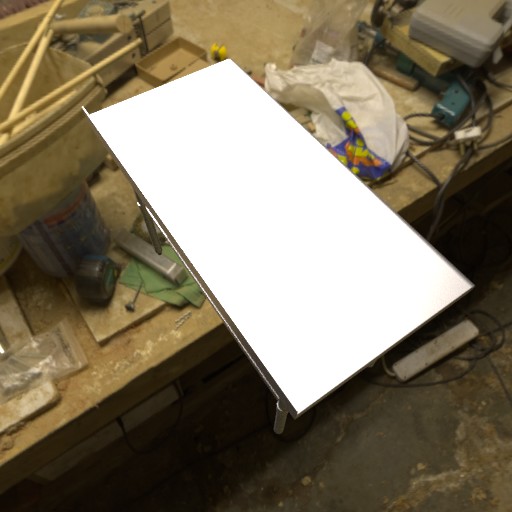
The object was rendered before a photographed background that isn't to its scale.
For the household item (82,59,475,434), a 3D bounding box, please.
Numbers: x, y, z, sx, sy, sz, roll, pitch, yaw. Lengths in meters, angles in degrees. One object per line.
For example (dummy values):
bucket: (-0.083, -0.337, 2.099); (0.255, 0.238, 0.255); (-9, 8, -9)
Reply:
household item: (0.000, 0.000, 1.694); (0.610, 0.851, 1.219); (-30, 62, -18)
